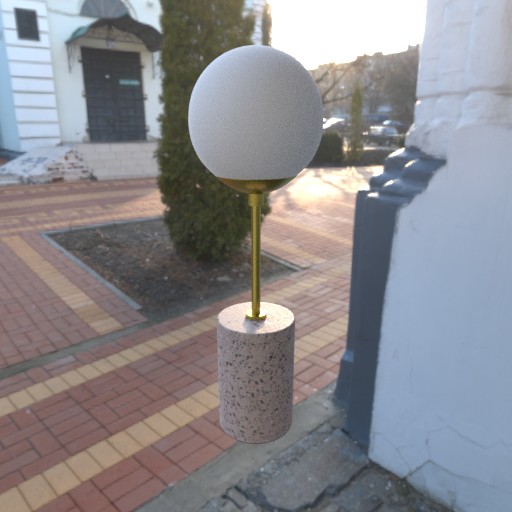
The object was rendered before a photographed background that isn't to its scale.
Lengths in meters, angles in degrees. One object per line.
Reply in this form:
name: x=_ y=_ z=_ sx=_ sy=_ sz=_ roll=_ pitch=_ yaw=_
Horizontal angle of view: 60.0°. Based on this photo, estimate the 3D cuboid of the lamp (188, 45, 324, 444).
lamp: x=0.000 y=0.000 z=0.555 sx=0.153 sy=0.480 sz=0.153 roll=0 pitch=17 yaw=0
